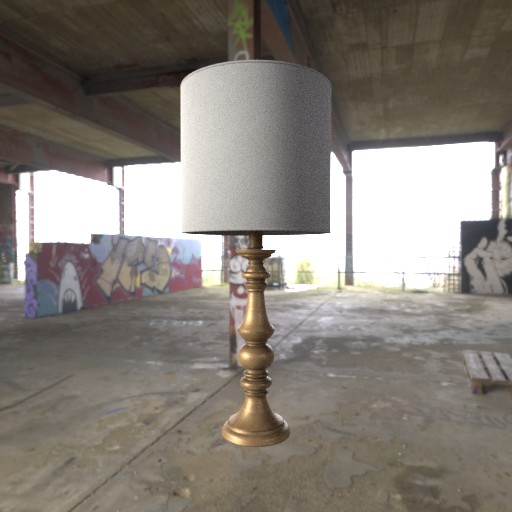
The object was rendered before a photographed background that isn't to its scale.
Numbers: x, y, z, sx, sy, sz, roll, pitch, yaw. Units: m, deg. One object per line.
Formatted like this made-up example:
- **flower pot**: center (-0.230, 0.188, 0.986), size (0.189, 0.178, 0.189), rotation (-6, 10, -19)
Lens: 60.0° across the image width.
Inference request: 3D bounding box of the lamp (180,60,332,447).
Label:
- **lamp**: center (0.000, 0.000, 0.748), size (0.250, 0.597, 0.250), rotation (1, 1, 37)
